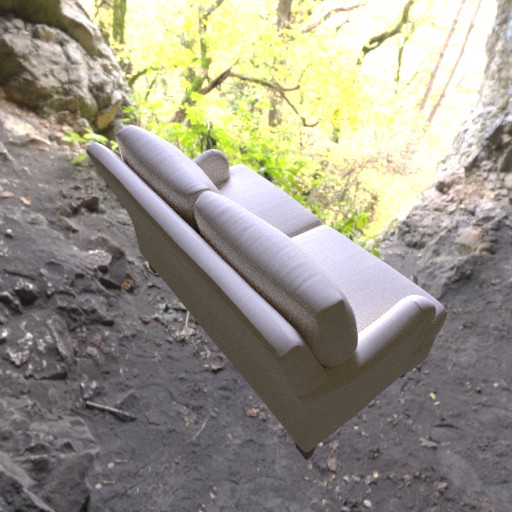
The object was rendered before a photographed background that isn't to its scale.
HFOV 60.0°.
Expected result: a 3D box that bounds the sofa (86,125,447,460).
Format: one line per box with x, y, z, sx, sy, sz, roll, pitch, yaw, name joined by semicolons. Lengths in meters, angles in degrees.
0.000;0.000;2.478;1.084;1.101;1.853;-26;47;-26;sofa
